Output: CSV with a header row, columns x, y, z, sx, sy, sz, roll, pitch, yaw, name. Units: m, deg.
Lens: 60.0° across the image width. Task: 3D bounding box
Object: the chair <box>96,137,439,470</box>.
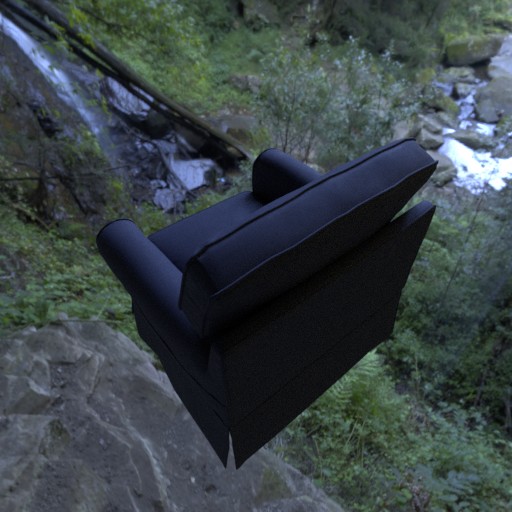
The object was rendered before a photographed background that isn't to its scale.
x,y,z,sx,sy,sz,roll,pitch,yaw,name
0.000,0.000,1.967,1.119,1.140,1.002,-31,53,-27,chair
